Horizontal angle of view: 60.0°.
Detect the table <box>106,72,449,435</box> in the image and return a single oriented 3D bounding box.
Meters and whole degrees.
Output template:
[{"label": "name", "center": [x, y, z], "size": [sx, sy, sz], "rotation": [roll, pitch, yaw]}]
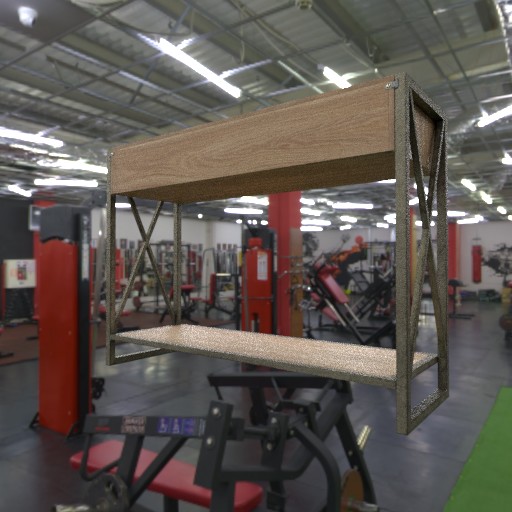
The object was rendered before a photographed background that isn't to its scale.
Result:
[{"label": "table", "center": [0.000, 0.000, 1.388], "size": [1.059, 0.763, 0.361], "rotation": [-1, -1, 37]}]
